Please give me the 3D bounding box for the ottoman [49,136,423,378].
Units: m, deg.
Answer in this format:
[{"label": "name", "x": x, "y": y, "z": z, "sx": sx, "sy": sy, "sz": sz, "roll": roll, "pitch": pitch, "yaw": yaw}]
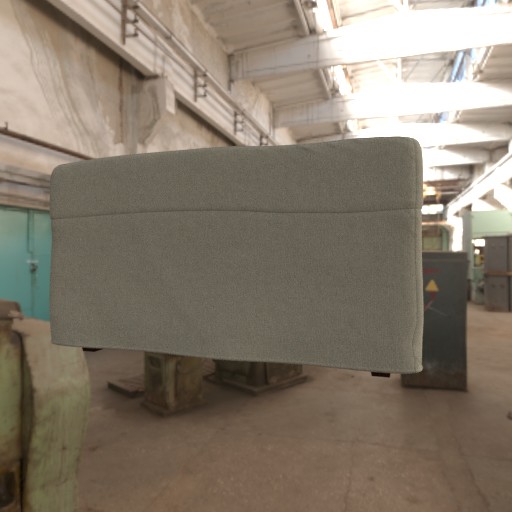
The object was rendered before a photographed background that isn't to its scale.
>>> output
[{"label": "ottoman", "x": 0.000, "y": 0.000, "z": 1.200, "sx": 0.833, "sy": 0.461, "sz": 0.648, "roll": 0, "pitch": 0, "yaw": 19}]
